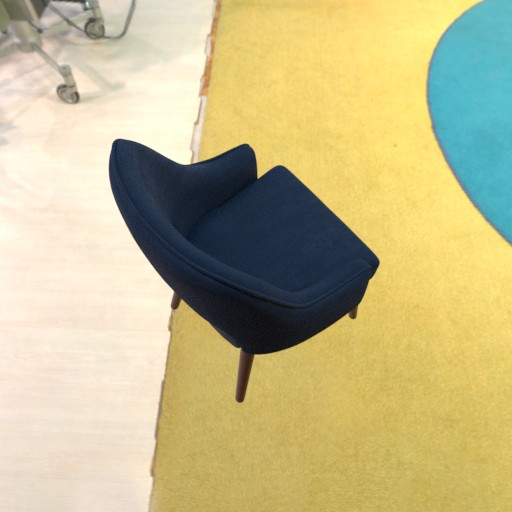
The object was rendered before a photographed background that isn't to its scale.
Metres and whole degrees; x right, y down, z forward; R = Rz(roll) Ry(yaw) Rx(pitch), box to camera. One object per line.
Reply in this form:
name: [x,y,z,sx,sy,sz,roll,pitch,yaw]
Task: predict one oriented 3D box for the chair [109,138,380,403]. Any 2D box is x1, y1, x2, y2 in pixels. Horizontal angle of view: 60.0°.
chair: [0.000,0.000,1.261,0.591,0.844,0.559,-32,64,-18]
